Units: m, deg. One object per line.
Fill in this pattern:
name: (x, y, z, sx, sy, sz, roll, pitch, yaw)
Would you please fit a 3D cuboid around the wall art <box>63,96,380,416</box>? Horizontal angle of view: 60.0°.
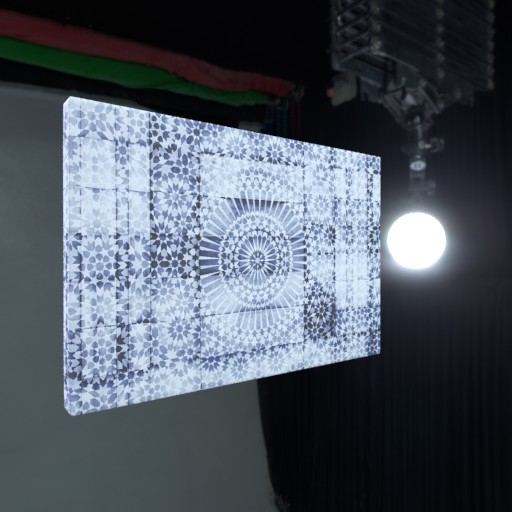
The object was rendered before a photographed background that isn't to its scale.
wall art: (0.000, 0.000, 1.129, 0.911, 0.608, 0.057, 0, 0, -36)
